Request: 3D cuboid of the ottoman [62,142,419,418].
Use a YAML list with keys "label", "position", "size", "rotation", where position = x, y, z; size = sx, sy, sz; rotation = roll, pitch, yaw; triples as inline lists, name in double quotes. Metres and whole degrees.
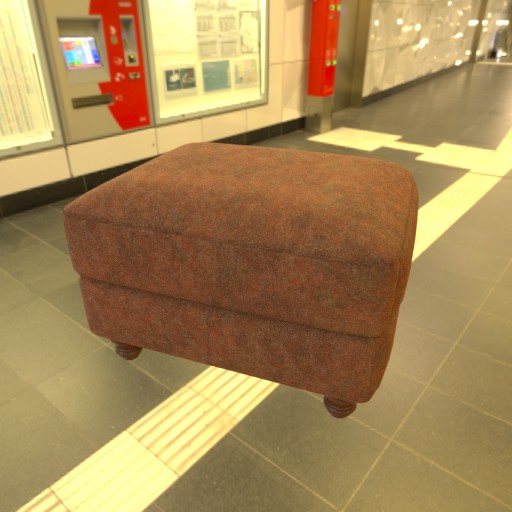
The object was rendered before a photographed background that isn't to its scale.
- label: "ottoman"
  position: [0.000, 0.000, 1.201]
  size: [0.787, 0.508, 0.635]
  rotation: [10, 30, 18]
